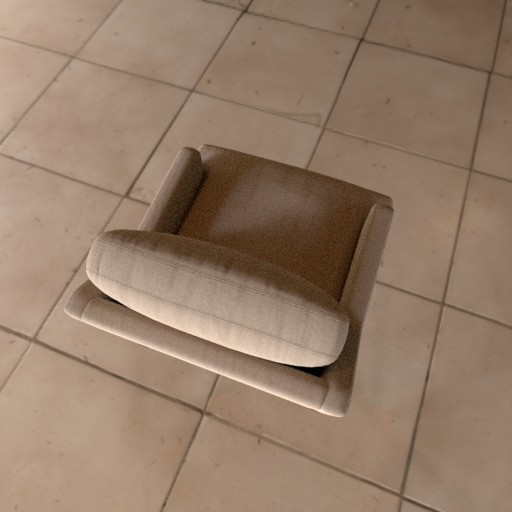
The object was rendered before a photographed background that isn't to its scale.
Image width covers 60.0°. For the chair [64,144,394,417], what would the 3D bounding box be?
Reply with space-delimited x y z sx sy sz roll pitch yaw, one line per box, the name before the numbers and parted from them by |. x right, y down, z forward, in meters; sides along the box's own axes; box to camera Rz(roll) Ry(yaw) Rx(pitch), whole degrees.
chair | 0.000 0.000 1.694 0.912 0.916 1.001 18 64 9
